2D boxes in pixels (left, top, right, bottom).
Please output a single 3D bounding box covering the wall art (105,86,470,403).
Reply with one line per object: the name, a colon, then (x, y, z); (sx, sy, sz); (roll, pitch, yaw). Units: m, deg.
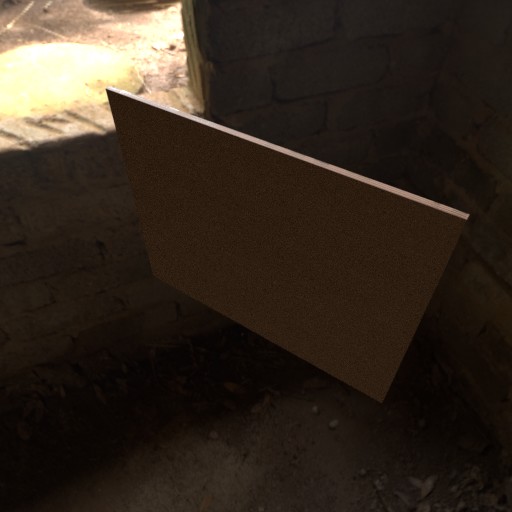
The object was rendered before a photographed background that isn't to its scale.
wall art: (0.000, 0.000, 0.686); (0.508, 0.408, 0.010); (26, 52, 22)
